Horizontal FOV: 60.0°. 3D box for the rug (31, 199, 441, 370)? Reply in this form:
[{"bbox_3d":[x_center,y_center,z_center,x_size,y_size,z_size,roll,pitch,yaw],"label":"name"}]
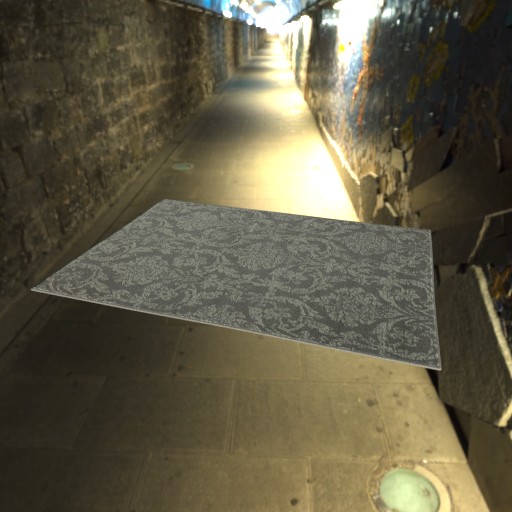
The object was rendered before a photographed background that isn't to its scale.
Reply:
[{"bbox_3d":[0.000,0.000,2.906,2.206,0.014,1.578,8,28,16],"label":"rug"}]
